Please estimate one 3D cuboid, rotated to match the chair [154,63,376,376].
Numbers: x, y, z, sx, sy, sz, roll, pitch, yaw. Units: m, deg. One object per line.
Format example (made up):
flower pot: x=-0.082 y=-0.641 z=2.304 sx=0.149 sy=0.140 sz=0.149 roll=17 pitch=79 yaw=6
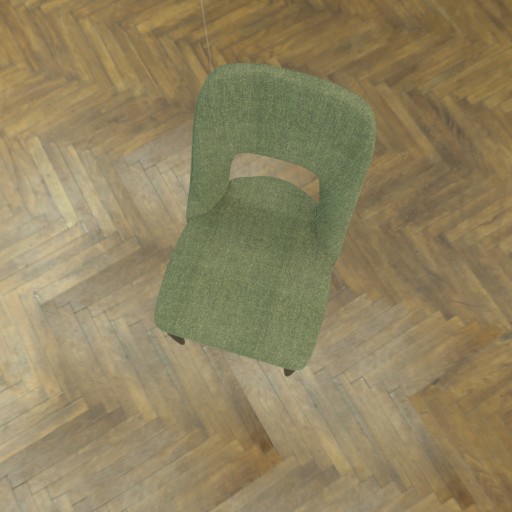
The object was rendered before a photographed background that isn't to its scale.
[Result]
chair: x=0.000 y=0.000 z=1.307 sx=0.470 sy=0.931 sz=0.612 roll=16 pitch=77 yaw=4
